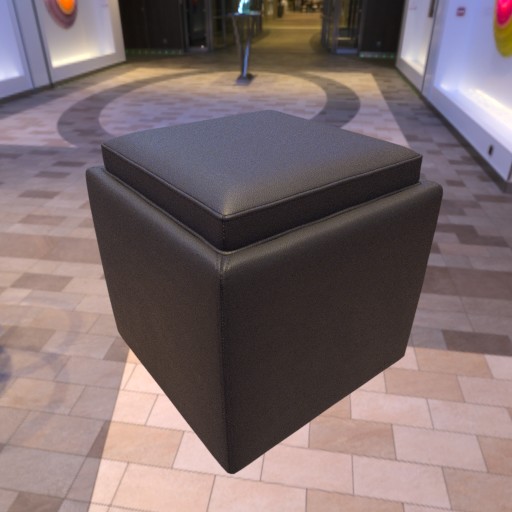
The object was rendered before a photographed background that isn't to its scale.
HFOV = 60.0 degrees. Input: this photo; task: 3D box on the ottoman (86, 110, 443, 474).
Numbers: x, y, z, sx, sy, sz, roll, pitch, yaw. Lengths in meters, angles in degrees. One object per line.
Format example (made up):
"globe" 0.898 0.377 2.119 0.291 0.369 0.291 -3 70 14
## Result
"ottoman" 0.000 0.000 0.827 0.451 0.460 0.450 -21 36 -32
